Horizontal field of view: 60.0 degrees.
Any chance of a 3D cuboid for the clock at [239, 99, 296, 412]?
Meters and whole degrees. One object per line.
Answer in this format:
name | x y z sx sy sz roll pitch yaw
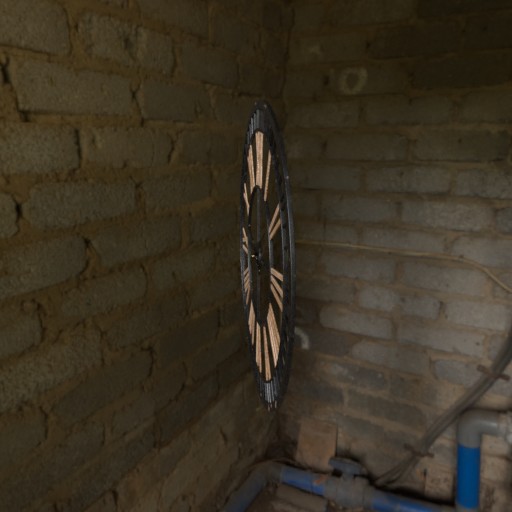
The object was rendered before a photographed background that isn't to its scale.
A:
clock | 0.000 0.000 1.265 0.025 0.843 0.843 -2 14 -9
